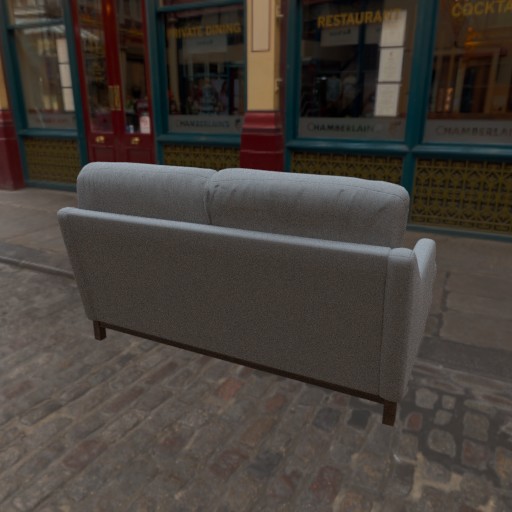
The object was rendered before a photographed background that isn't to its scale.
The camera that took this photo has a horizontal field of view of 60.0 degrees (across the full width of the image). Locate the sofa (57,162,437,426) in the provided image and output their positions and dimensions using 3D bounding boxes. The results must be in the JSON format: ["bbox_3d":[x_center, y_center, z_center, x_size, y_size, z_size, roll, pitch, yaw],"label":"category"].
[{"bbox_3d":[0.000,0.000,2.166,1.589,0.921,0.987,9,19,26],"label":"sofa"}]
